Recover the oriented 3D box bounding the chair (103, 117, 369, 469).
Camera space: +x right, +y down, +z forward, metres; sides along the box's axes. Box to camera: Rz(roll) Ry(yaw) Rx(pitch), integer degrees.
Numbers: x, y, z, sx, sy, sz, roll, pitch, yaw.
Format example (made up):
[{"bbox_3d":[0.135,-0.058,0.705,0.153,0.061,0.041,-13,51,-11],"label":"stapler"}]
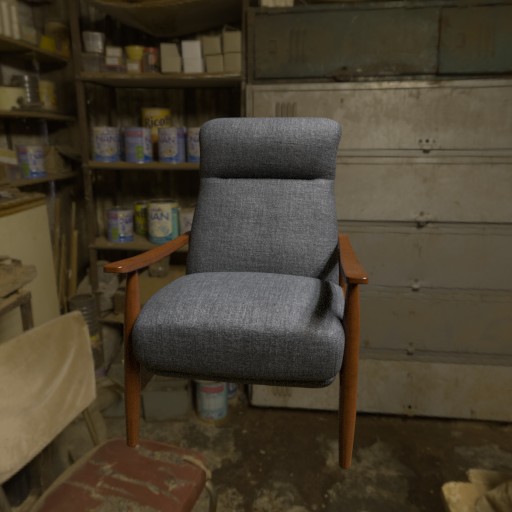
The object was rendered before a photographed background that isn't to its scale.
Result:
[{"bbox_3d":[0.000,0.000,1.750,0.762,1.082,1.030,2,15,8],"label":"chair"}]
